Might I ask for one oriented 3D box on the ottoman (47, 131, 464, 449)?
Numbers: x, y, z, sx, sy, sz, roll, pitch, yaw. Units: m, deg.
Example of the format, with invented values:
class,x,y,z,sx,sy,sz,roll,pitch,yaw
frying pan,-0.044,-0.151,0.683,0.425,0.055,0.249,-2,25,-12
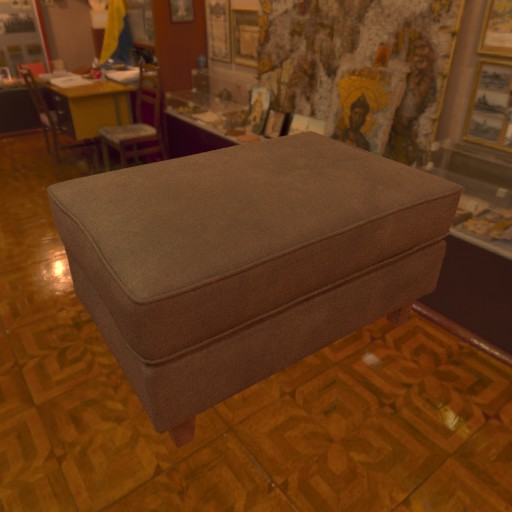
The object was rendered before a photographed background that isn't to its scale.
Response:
class,x,y,z,sx,sy,sz,roll,pitch,yaw
ottoman,0.000,0.000,1.169,0.860,0.481,0.596,-20,36,-29
